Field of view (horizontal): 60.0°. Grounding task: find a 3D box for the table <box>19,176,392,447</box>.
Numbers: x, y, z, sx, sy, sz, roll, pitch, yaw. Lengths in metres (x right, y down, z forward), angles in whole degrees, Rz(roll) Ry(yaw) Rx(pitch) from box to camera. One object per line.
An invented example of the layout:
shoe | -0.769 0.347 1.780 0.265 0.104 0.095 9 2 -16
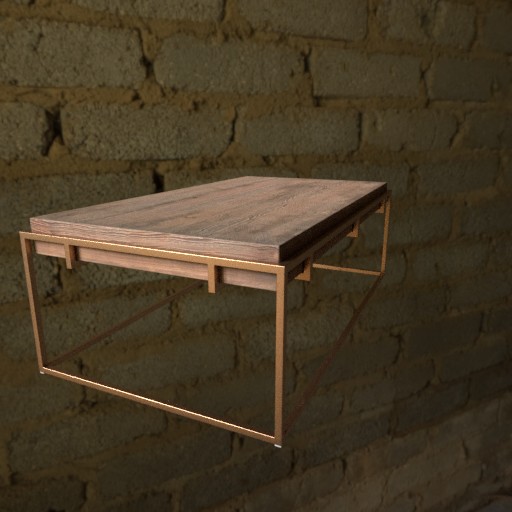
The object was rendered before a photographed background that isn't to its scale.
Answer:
table | 0.000 0.000 1.705 0.775 0.468 1.387 7 17 24
